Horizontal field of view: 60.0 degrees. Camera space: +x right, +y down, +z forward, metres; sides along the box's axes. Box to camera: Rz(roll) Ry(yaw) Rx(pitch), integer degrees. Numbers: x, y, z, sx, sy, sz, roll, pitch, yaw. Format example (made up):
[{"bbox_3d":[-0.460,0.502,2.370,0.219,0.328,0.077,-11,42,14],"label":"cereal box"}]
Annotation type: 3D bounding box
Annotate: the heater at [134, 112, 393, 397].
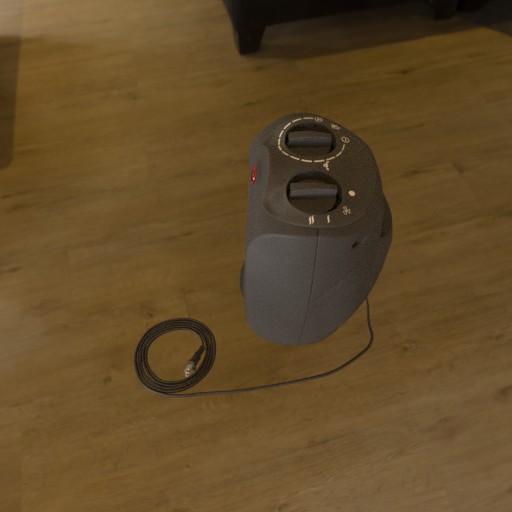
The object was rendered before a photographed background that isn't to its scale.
[{"bbox_3d":[0.000,0.000,0.472,0.291,0.240,0.239,1,58,0],"label":"heater"}]
